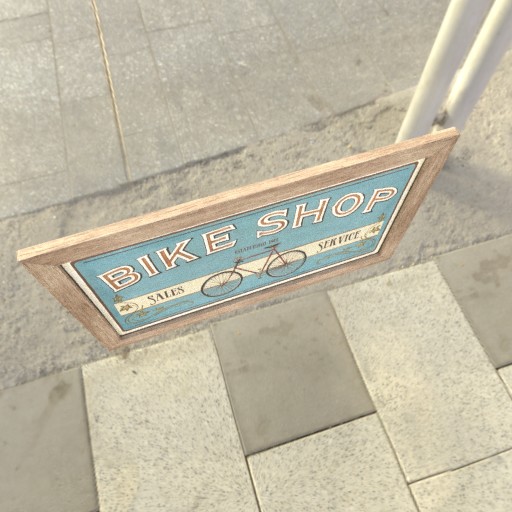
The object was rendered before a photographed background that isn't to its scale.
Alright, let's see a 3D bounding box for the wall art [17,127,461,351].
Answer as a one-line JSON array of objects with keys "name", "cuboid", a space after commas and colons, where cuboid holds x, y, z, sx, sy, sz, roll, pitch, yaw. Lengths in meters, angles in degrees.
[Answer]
[{"name": "wall art", "cuboid": [0.000, 0.000, 0.954, 0.780, 0.480, 0.021, -17, 63, -9]}]
